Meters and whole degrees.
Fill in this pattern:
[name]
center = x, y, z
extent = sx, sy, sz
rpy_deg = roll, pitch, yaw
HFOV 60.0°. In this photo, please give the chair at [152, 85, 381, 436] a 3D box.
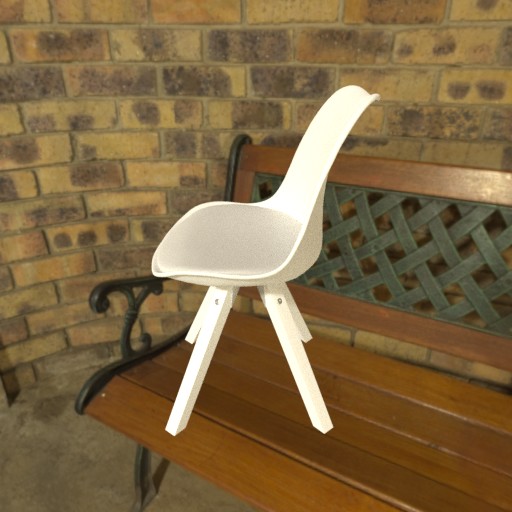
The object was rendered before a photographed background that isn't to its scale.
[chair]
center = 0.000, 0.000, 1.205
extent = 0.550, 0.850, 0.485
rpy_deg = 0, 26, -1
